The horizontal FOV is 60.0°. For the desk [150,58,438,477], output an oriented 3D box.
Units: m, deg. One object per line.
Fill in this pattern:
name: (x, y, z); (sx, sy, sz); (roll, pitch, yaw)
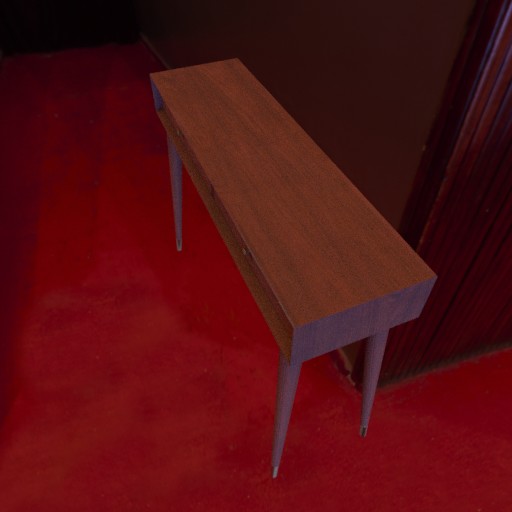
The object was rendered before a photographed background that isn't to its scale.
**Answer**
desk: (0.000, 0.000, 1.626); (0.384, 0.917, 1.204); (-17, 49, -15)
